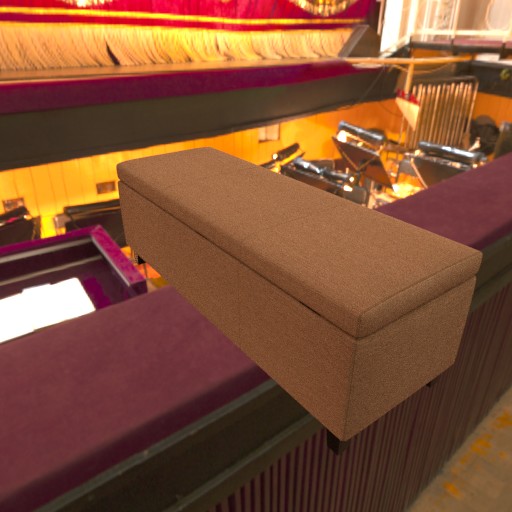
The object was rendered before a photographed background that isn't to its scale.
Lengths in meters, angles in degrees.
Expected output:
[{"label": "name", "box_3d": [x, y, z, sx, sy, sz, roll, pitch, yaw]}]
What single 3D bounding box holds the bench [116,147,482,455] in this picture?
[{"label": "bench", "box_3d": [0.000, 0.000, 1.475, 0.446, 0.438, 1.269, -19, 34, -32]}]
